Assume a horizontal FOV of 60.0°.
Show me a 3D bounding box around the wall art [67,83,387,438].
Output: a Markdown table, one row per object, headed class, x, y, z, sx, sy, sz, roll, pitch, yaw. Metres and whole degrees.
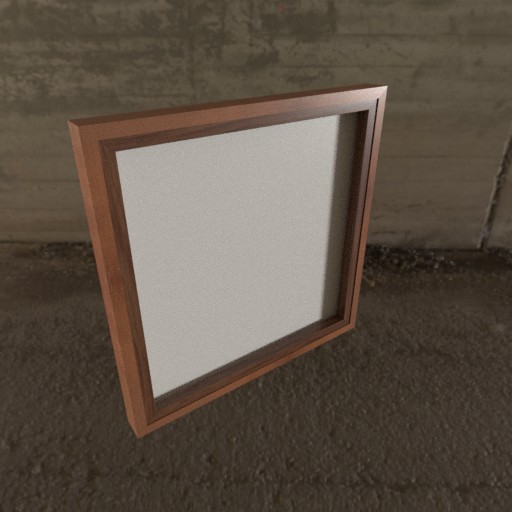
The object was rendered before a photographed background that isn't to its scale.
| class | x | y | z | sx | sy | sz | roll | pitch | yaw |
| --- | --- | --- | --- | --- | --- | --- | --- | --- | --- |
| wall art | 0.000 | 0.000 | 0.597 | 0.403 | 0.403 | 0.035 | -19 | 34 | -30 |
